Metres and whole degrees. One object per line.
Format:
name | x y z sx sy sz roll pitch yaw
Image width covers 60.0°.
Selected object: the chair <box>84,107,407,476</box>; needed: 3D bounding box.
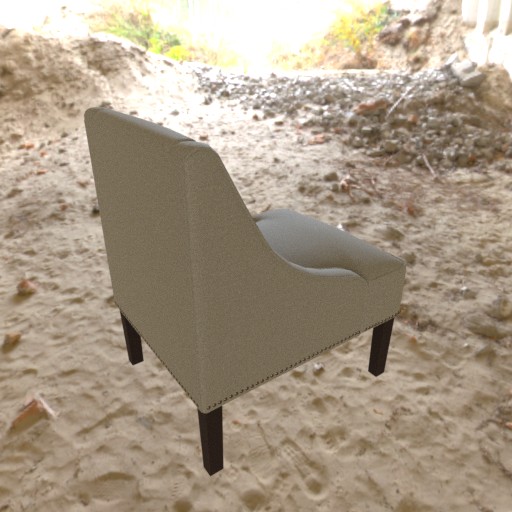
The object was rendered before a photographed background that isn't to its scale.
chair | 0.000 0.000 1.357 0.737 0.864 0.610 -18 32 -31
